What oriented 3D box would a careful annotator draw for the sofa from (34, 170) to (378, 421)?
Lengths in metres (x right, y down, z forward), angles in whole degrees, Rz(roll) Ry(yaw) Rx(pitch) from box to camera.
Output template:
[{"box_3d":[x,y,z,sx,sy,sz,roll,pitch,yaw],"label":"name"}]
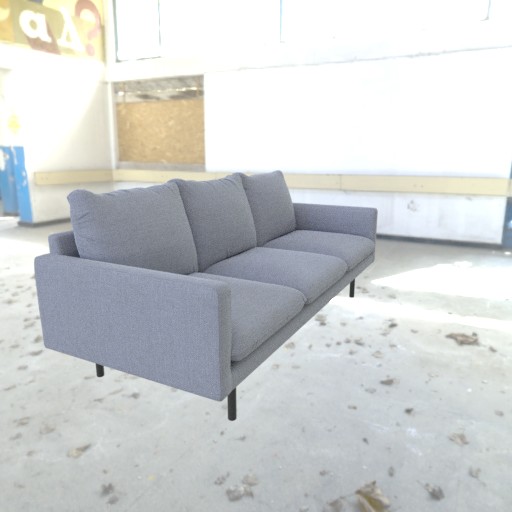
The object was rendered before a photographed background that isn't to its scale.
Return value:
[{"box_3d":[0.000,0.000,2.360,0.850,0.830,2.000,7,16,27],"label":"sofa"}]
